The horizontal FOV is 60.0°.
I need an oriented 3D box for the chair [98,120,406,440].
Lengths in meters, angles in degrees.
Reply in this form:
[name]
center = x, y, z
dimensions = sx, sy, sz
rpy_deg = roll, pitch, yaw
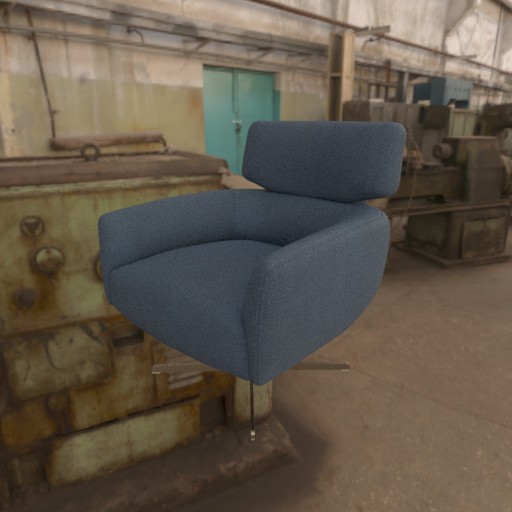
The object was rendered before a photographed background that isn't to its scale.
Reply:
[chair]
center = 0.000, 0.000, 1.401
dimensions = 0.738, 0.813, 0.761
rpy_deg = 16, 24, 41
